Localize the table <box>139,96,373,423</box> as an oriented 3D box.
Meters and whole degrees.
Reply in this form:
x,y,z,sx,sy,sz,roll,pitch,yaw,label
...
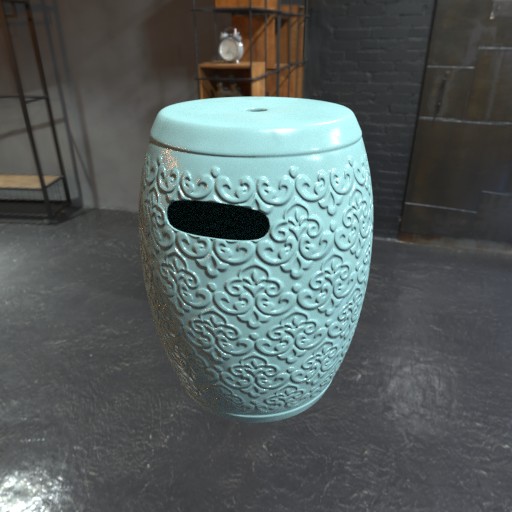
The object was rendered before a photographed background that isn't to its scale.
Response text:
x,y,z,sx,sy,sz,roll,pitch,yaw,label
0.000,0.000,0.619,0.309,0.397,0.309,0,27,0,table
